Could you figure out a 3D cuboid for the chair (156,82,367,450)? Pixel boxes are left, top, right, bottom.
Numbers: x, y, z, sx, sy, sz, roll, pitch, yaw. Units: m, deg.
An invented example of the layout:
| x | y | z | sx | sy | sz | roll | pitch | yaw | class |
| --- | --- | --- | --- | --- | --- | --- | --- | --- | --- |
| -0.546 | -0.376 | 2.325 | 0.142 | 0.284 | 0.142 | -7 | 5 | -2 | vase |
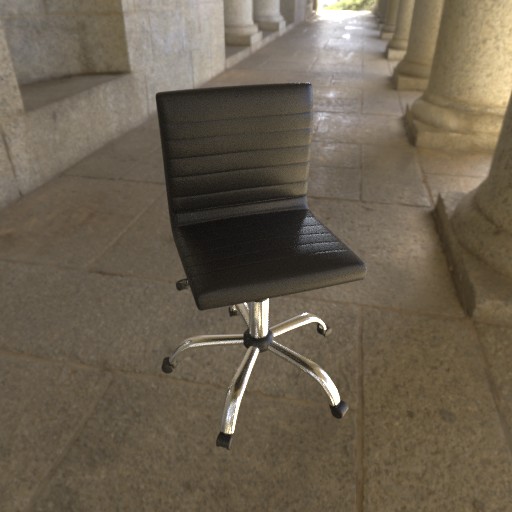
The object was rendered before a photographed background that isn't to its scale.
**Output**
| x | y | z | sx | sy | sz | roll | pitch | yaw | class |
| --- | --- | --- | --- | --- | --- | --- | --- | --- | --- |
| 0.000 | 0.000 | 1.144 | 0.556 | 0.780 | 0.530 | -9 | 33 | -15 | chair |
